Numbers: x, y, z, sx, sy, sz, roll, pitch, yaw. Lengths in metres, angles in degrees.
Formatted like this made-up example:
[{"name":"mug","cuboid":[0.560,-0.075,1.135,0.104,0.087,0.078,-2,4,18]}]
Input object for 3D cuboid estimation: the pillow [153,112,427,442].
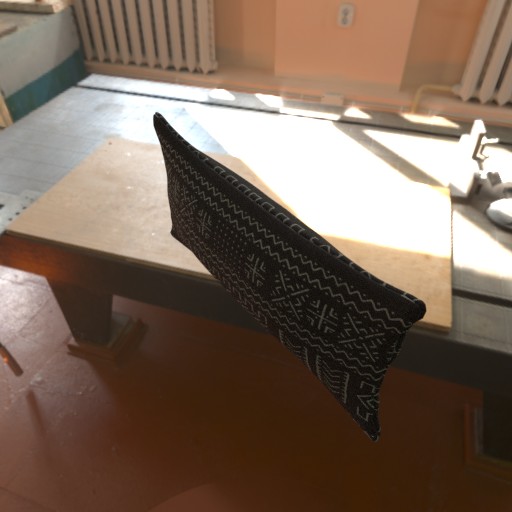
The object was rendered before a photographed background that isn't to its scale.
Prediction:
[{"name":"pillow","cuboid":[0.000,0.000,0.807,0.135,0.322,0.667,-27,48,-27]}]
